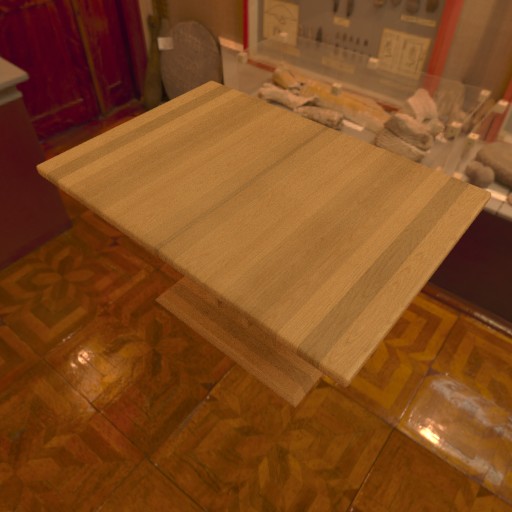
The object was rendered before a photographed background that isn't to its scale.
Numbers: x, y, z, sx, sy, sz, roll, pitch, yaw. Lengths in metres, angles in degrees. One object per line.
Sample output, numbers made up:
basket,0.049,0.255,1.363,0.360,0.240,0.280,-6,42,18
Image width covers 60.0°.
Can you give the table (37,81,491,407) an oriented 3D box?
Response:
table,0.000,0.000,1.799,1.300,0.770,0.900,31,54,27
